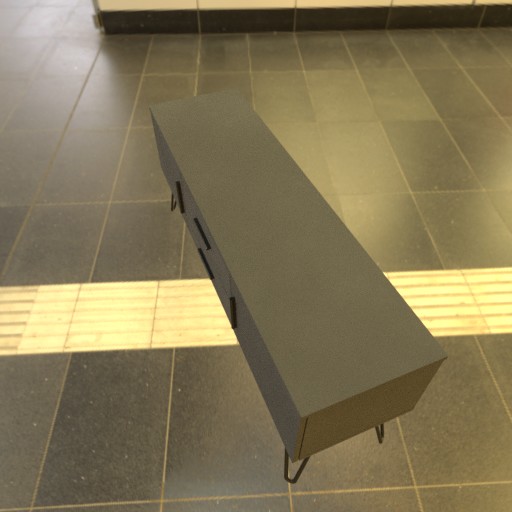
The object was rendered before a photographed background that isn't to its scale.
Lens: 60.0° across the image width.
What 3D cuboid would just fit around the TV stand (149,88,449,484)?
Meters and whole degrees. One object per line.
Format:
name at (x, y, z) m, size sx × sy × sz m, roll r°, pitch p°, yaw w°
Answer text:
TV stand at (0.000, 0.000, 1.630) m, size 0.400 × 0.560 × 1.400 m, roll -17°, pitch 50°, yaw -15°
